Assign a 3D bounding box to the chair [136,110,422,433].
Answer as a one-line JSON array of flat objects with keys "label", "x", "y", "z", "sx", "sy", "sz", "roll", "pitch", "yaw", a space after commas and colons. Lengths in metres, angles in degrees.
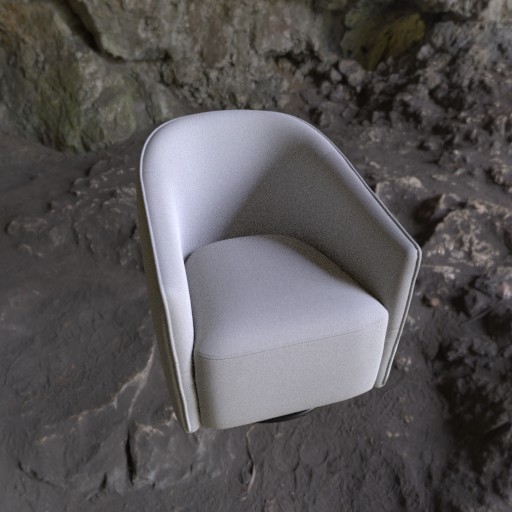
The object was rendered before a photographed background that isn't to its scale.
[{"label": "chair", "x": 0.000, "y": 0.000, "z": 1.521, "sx": 0.747, "sy": 0.799, "sz": 0.875, "roll": -9, "pitch": 32, "yaw": -14}]
